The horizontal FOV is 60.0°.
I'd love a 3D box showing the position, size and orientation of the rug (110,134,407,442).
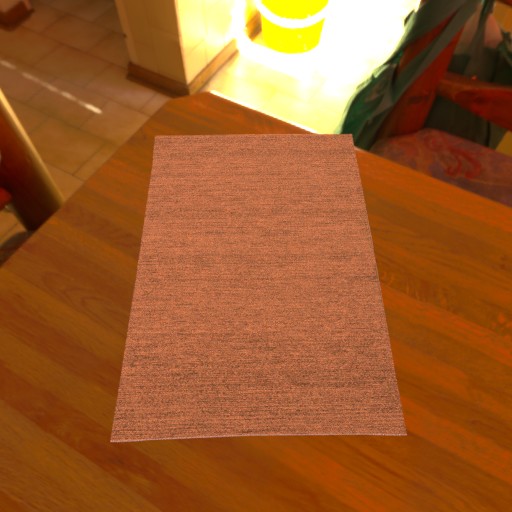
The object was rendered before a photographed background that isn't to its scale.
[{"bbox_3d":[0.000,0.000,3.015,1.616,0.030,2.338,-1,58,0],"label":"rug"}]
